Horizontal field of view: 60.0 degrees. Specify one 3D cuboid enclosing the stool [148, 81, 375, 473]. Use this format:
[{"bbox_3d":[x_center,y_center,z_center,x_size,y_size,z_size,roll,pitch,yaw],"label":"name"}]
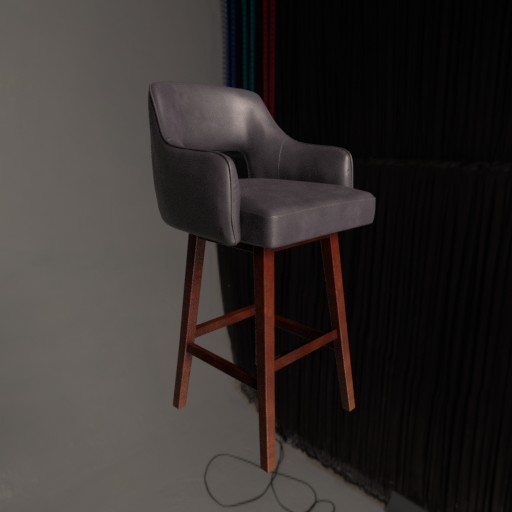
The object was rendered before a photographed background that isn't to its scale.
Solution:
[{"bbox_3d":[0.000,0.000,1.375,0.560,1.041,0.550,15,21,43],"label":"stool"}]
